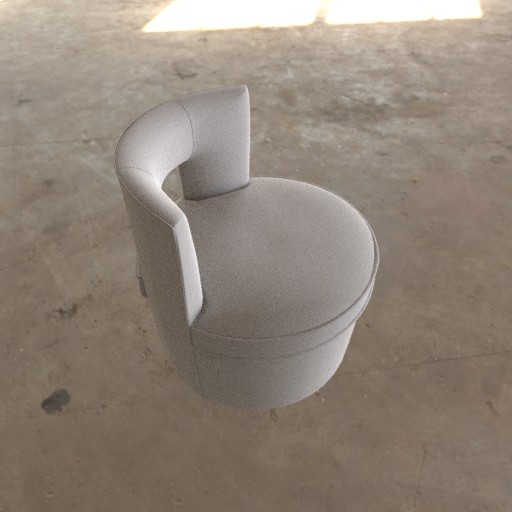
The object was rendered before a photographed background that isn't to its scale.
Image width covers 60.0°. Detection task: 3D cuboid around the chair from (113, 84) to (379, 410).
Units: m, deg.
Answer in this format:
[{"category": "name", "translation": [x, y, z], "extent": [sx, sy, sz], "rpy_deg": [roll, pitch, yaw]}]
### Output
[{"category": "chair", "translation": [0.000, 0.000, 1.251], "extent": [0.665, 0.723, 0.650], "rpy_deg": [8, 46, 8]}]
